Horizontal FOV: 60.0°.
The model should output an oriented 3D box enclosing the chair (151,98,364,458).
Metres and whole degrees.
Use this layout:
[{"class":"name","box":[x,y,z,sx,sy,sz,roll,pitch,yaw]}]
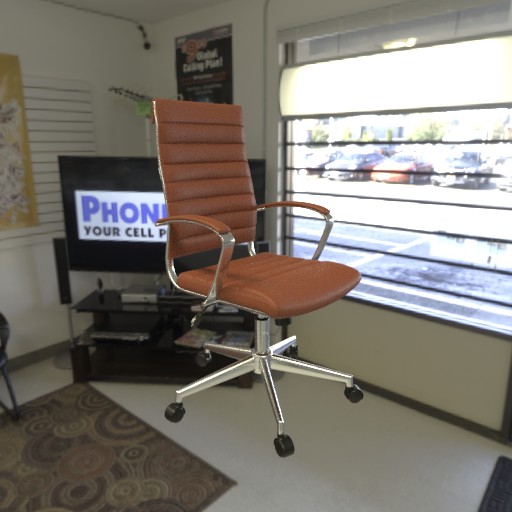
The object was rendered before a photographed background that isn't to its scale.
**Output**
[{"class":"chair","box":[0.000,0.000,1.689,0.739,1.149,0.766,13,19,42]}]
